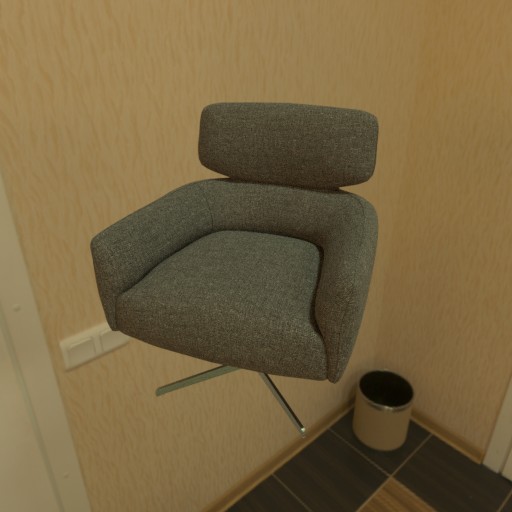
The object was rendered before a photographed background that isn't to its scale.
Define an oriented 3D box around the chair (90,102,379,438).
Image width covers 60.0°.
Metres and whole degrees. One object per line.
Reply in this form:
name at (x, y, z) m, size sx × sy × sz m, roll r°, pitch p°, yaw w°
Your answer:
chair at (0.000, 0.000, 1.354) m, size 0.706 × 0.812 × 0.715 m, roll 9°, pitch 28°, yaw 17°
